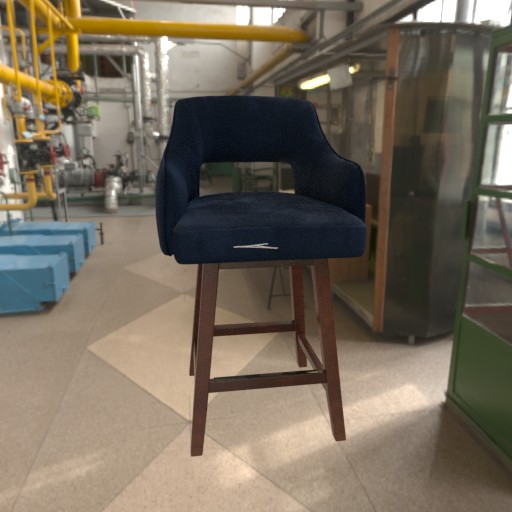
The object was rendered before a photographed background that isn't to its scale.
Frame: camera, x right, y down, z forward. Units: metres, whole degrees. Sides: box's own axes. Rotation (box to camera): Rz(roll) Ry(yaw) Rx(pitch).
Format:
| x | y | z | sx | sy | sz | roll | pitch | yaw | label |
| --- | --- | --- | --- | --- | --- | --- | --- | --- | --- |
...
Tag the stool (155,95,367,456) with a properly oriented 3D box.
| x | y | z | sx | sy | sz | roll | pitch | yaw | label |
| --- | --- | --- | --- | --- | --- | --- | --- | --- | --- |
| 0.000 | 0.000 | 1.311 | 0.550 | 0.940 | 0.560 | -2 | 15 | -8 | stool |
